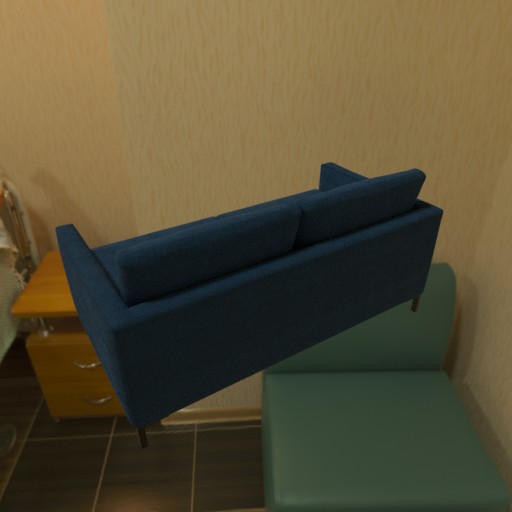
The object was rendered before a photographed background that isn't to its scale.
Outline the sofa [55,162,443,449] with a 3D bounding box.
[{"bbox_3d":[0.000,0.000,2.204,1.676,0.817,0.875,-18,35,-28],"label":"sofa"}]
